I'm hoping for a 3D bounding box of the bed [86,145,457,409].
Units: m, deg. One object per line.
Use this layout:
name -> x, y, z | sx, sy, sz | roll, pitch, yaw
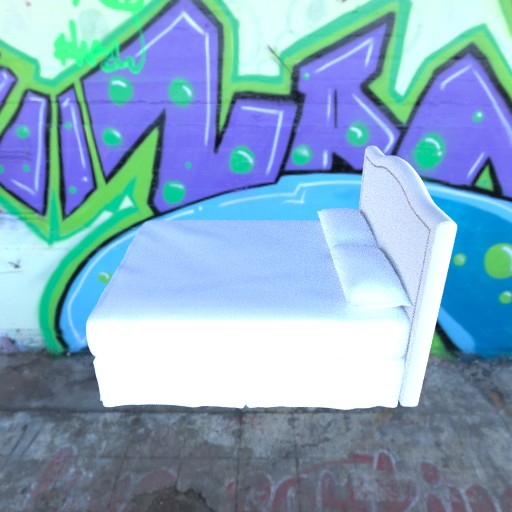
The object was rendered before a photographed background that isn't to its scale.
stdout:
bed -> 0.000, 0.000, 3.377 | 2.143, 1.460, 1.753 | 0, 27, 0
